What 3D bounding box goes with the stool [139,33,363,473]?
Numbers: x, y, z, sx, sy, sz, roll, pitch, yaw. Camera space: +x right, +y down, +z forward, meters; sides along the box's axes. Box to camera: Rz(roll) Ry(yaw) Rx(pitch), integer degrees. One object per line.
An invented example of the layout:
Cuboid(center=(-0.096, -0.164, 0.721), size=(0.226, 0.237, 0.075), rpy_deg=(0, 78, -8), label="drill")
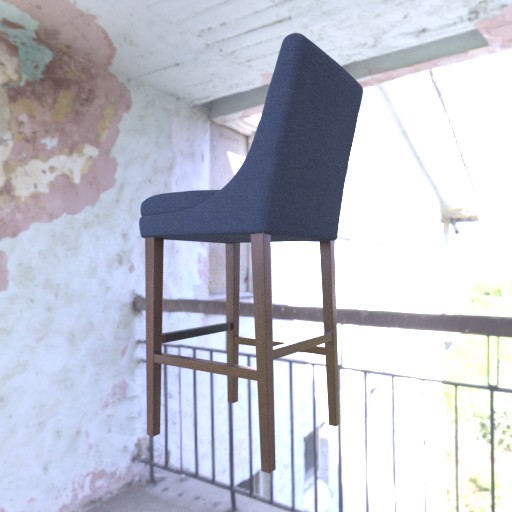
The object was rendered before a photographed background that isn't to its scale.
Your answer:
Cuboid(center=(0.000, 0.000, 1.370), size=(0.577, 1.078, 0.470), rpy_deg=(-1, -1, 35), label="stool")
